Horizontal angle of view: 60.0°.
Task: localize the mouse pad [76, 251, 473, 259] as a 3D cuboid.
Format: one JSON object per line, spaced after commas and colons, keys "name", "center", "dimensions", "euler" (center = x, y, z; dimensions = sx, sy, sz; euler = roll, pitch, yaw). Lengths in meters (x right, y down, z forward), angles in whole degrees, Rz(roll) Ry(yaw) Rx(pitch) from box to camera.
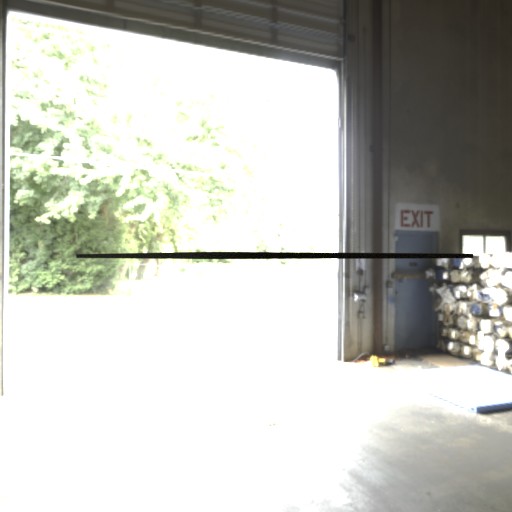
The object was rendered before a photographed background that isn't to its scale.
{"name": "mouse pad", "center": [0.000, 0.000, 0.323], "dimensions": [0.203, 0.003, 0.229], "euler": [0, 0, -36]}
